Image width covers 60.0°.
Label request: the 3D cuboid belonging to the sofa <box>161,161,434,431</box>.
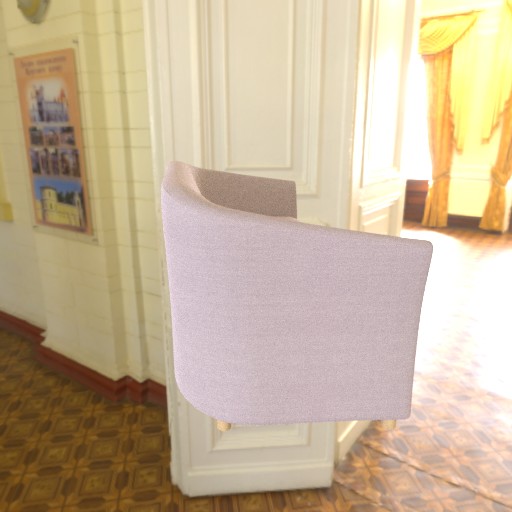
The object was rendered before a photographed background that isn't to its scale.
[{"bbox_3d":[0.000,0.000,1.826,0.705,0.721,1.452,-3,16,-9],"label":"sofa"}]
